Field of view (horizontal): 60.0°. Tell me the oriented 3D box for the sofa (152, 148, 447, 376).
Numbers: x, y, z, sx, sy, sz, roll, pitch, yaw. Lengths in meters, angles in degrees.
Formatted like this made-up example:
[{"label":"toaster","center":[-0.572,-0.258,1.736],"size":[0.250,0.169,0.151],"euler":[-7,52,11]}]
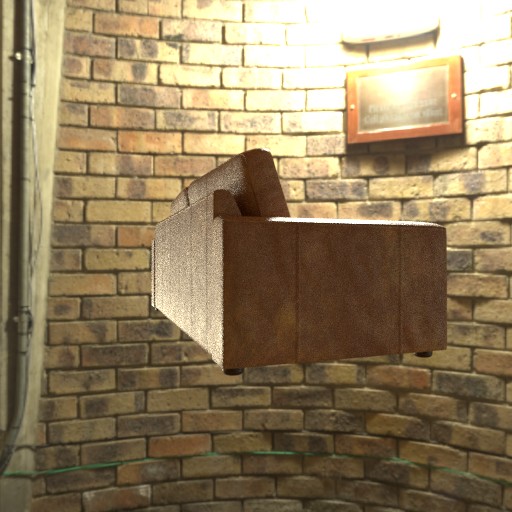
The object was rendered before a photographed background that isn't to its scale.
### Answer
[{"label":"sofa","center":[0.000,0.000,2.718],"size":[1.016,0.873,2.179],"euler":[0,0,-20]}]
